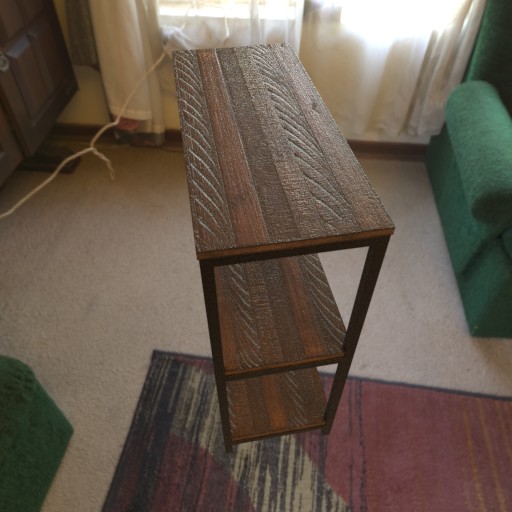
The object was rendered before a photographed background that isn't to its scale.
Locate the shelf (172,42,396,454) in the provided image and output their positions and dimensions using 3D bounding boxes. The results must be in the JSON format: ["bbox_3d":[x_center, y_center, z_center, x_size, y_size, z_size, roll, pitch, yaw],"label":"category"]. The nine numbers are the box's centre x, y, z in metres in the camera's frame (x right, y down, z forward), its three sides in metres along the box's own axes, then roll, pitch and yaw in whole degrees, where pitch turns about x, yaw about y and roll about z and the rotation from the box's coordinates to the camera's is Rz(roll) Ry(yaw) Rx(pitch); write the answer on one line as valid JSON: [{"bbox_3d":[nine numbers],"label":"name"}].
[{"bbox_3d":[0.000,0.000,1.381,0.352,0.947,0.822,-7,47,-7],"label":"shelf"}]
